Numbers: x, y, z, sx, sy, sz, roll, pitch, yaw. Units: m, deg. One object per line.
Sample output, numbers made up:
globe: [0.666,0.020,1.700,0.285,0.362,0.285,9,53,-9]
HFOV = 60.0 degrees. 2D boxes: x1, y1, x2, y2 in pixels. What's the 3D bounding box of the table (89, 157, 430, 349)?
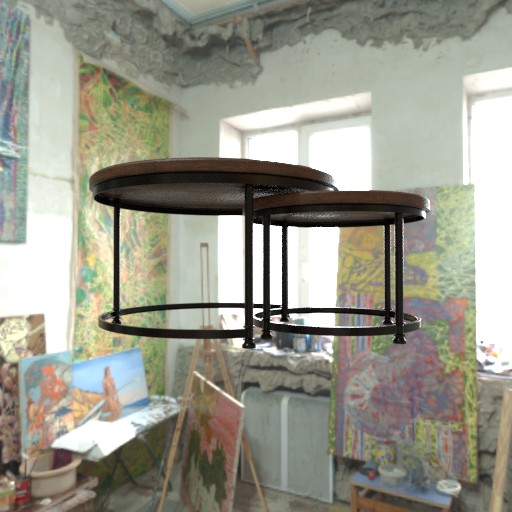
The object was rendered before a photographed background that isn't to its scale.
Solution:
table: [0.000,0.000,1.610,1.152,0.516,0.870,0,-1,-1]
